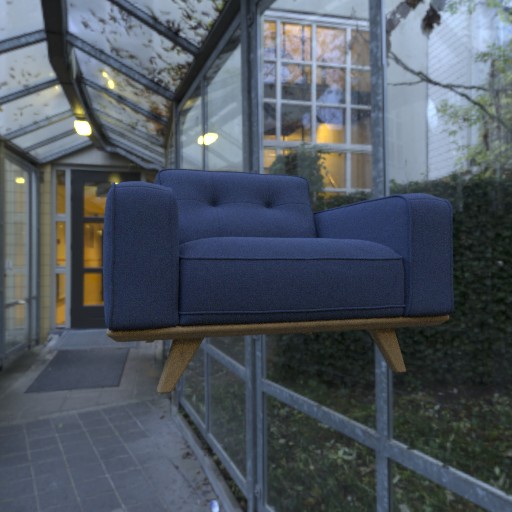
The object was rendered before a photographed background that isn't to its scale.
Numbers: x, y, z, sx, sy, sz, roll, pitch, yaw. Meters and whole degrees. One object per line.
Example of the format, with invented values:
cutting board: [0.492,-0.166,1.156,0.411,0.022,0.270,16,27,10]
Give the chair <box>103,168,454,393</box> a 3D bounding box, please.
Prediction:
chair: [0.000,0.000,1.752,1.118,0.783,0.953,0,0,-17]
